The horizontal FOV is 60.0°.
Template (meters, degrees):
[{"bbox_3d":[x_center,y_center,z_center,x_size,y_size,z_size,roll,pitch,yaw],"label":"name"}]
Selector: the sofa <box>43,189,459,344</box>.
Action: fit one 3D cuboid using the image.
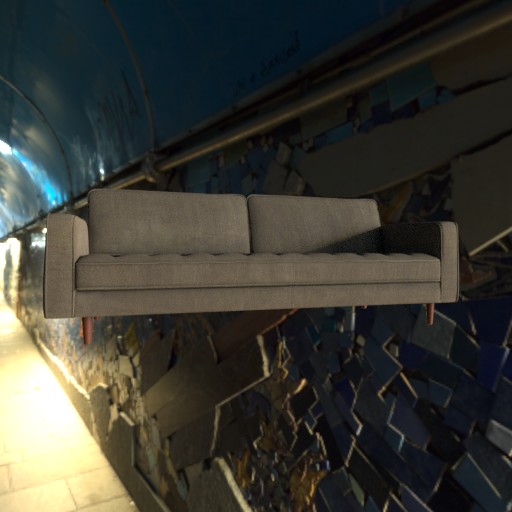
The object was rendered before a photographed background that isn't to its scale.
[{"bbox_3d":[0.000,0.000,2.717,2.295,0.813,0.923,0,1,-17],"label":"sofa"}]
